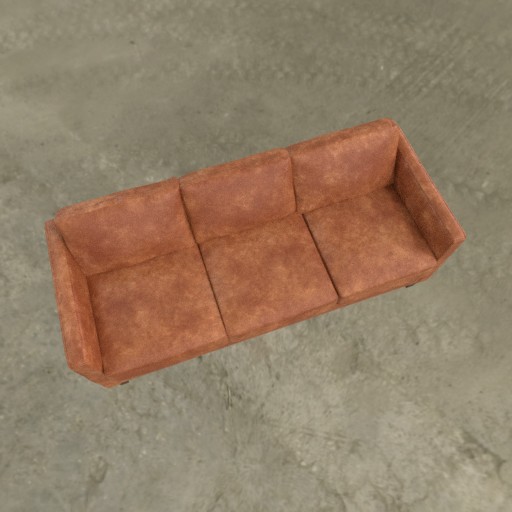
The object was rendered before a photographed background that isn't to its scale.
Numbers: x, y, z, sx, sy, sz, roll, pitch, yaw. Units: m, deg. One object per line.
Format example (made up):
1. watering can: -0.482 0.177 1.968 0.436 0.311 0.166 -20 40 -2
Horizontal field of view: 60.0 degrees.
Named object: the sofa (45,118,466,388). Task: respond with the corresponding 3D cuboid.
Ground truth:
1. sofa: 0.000 0.000 3.005 2.464 1.006 1.045 -17 66 -8
